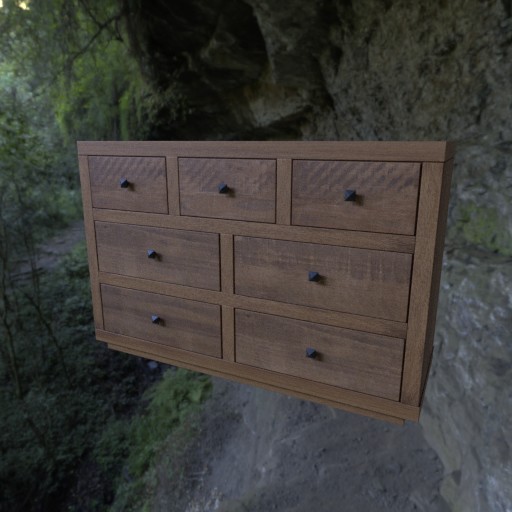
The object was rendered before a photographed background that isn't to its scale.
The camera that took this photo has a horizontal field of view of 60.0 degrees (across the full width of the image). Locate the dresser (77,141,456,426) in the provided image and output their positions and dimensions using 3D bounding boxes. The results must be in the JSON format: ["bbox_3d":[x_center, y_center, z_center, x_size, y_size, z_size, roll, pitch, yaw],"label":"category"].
[{"bbox_3d":[0.000,0.000,1.647,1.261,0.825,0.479,7,16,25],"label":"dresser"}]
